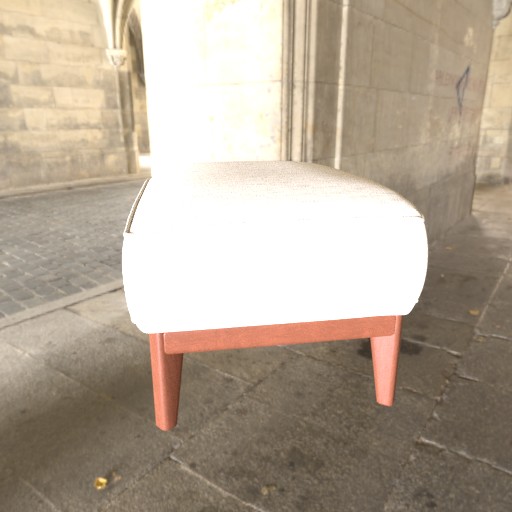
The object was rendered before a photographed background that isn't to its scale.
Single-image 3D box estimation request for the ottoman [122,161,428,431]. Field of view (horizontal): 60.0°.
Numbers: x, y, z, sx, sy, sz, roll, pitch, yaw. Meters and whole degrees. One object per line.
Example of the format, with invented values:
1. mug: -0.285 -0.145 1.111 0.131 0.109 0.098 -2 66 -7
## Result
1. ottoman: 0.000 0.000 1.183 0.594 0.465 0.794 -3 17 -9
